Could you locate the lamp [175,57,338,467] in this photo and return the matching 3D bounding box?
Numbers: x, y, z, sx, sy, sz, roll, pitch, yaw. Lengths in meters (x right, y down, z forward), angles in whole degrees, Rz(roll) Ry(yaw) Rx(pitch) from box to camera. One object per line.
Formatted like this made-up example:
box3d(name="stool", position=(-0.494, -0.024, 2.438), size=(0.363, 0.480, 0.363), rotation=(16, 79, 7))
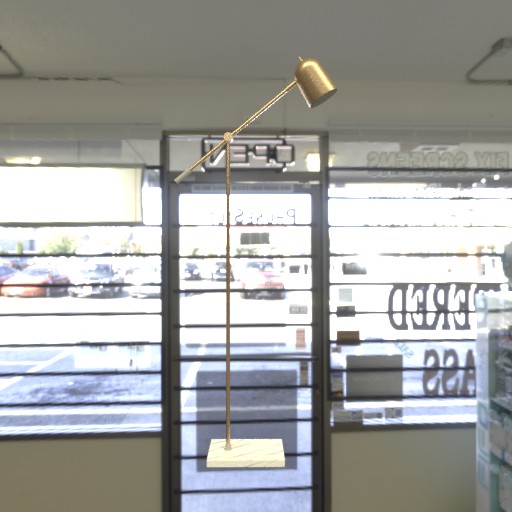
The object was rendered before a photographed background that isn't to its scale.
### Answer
box3d(name="lamp", position=(0.000, 0.000, 1.771), size=(0.653, 1.594, 0.194), rotation=(0, 0, 0))
